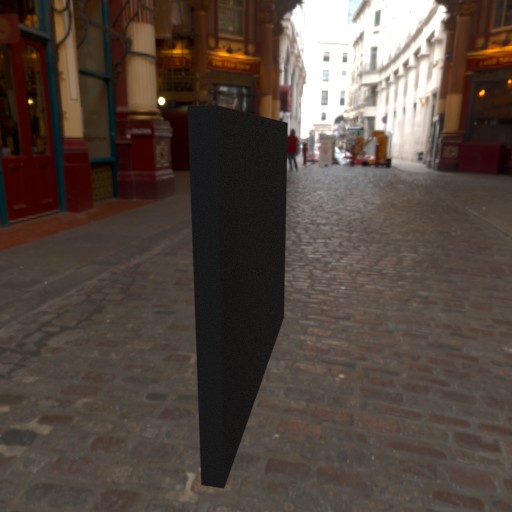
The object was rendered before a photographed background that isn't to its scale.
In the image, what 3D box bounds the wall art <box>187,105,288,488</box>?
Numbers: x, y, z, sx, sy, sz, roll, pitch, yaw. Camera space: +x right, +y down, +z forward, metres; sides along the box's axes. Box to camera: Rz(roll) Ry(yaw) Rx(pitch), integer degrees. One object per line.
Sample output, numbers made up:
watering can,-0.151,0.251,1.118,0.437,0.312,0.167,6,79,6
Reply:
wall art,0.000,0.000,0.765,0.031,0.457,0.558,3,15,11
